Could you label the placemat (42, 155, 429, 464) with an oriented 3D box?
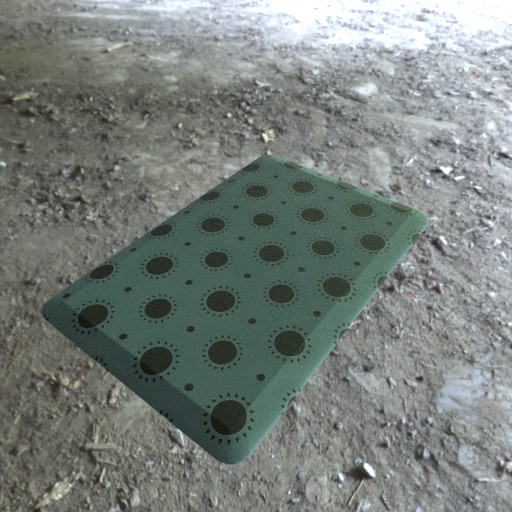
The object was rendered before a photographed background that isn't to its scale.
[{"bbox_3d":[0.000,0.000,0.967,0.508,0.021,0.762,27,49,27],"label":"placemat"}]
